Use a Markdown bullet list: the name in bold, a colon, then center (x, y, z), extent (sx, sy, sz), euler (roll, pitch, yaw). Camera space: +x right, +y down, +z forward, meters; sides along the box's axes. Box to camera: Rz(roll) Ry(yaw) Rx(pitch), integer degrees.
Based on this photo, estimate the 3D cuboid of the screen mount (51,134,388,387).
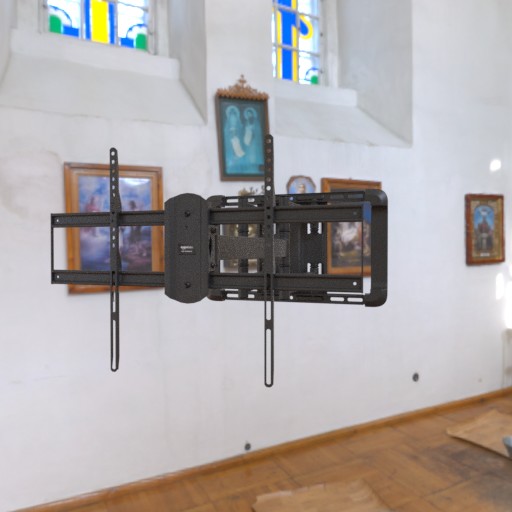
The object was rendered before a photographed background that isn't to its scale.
- **screen mount**: center (0.000, 0.000, 1.315), extent (0.725, 0.483, 0.905), euler (0, 1, 18)
